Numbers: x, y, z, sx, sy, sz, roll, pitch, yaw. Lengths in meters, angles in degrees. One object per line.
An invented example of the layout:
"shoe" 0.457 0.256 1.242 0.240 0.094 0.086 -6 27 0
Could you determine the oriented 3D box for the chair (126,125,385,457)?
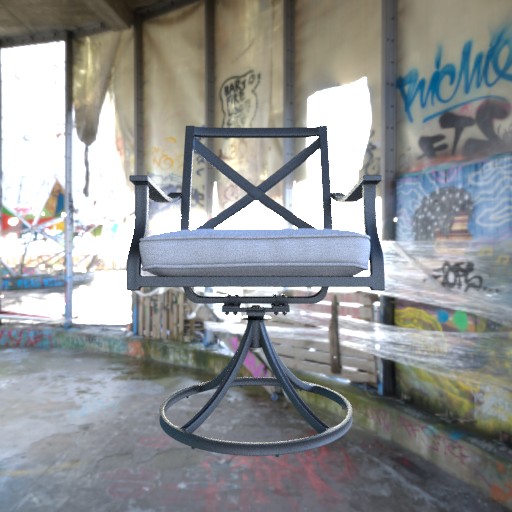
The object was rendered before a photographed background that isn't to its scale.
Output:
"chair" 0.000 0.000 1.253 0.575 0.889 0.620 0 1 0
